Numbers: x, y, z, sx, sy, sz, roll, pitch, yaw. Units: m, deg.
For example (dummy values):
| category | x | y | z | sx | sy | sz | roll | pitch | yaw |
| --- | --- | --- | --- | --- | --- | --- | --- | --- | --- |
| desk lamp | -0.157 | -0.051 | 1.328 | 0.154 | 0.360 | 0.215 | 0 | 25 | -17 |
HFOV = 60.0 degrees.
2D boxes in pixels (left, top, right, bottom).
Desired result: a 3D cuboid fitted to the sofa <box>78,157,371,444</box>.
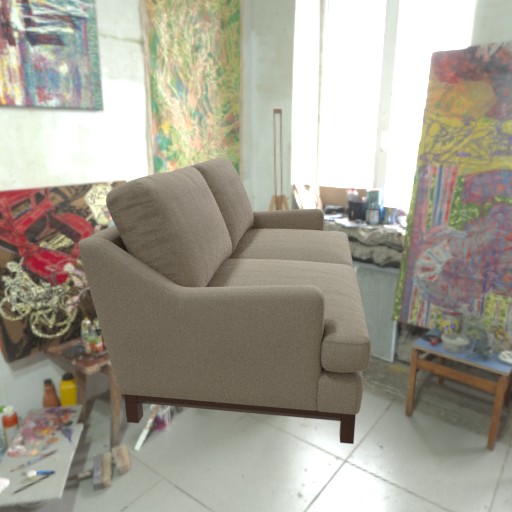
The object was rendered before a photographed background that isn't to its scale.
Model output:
| category | x | y | z | sx | sy | sz | roll | pitch | yaw |
| --- | --- | --- | --- | --- | --- | --- | --- | --- | --- |
| sofa | 0.000 | 0.000 | 2.247 | 1.004 | 0.910 | 1.619 | 2 | 16 | 8 |
